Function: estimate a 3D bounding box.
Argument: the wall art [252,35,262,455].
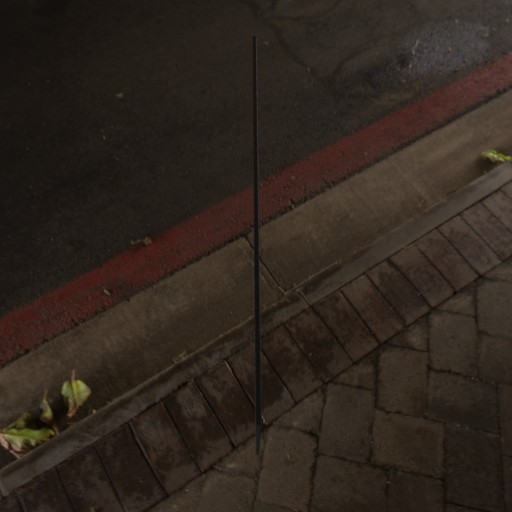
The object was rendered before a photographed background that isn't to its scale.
[{"bbox_3d":[0.000,0.000,1.517,0.013,0.811,1.192,0,62,0],"label":"wall art"}]
